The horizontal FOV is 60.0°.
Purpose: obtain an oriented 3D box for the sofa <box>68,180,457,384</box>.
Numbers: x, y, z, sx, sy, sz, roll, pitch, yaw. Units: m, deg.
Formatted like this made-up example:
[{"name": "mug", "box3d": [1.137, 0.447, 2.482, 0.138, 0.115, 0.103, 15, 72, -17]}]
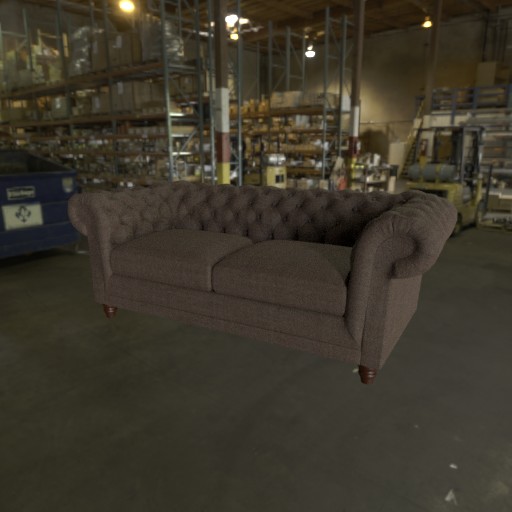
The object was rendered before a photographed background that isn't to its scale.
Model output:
[{"name": "sofa", "box3d": [0.000, 0.000, 2.564, 2.048, 0.780, 0.944, 8, 16, 28]}]
